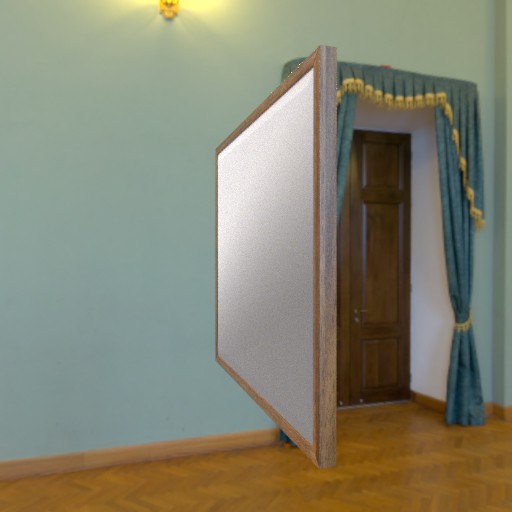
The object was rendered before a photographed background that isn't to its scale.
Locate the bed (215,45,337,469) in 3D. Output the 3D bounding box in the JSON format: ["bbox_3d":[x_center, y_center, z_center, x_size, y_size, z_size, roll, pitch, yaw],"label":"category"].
[{"bbox_3d":[0.000,0.000,1.481,0.043,0.940,1.041,0,0,-18],"label":"bed"}]
